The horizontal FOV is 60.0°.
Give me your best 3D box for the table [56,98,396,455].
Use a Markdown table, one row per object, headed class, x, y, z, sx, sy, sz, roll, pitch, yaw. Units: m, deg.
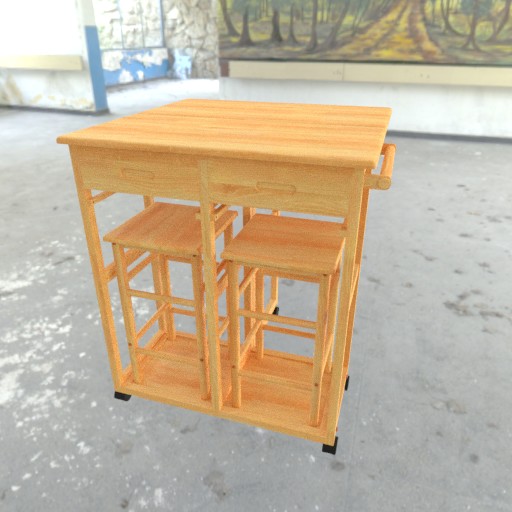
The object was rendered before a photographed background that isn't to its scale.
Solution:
| class | x | y | z | sx | sy | sz | roll | pitch | yaw |
| --- | --- | --- | --- | --- | --- | --- | --- | --- | --- |
| table | 0.000 | 0.000 | 1.396 | 0.752 | 0.832 | 0.693 | 8 | 28 | 16 |
